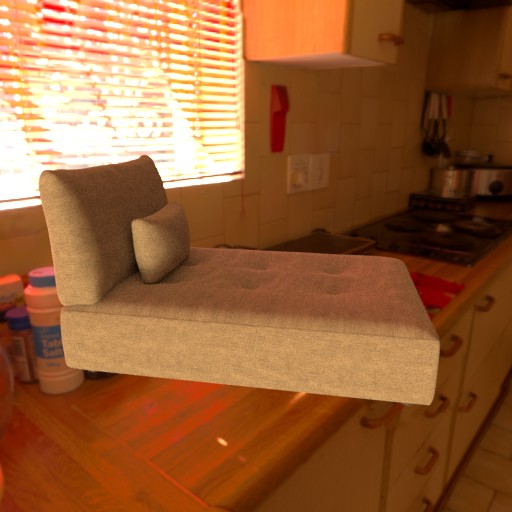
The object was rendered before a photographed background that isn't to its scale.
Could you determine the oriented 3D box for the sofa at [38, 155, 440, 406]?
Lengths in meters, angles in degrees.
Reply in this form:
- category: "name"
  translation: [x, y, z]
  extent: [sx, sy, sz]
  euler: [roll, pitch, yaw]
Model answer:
- category: "sofa"
  translation: [0.000, 0.000, 1.980]
  extent: [1.450, 0.820, 0.930]
  euler: [3, 17, 10]
